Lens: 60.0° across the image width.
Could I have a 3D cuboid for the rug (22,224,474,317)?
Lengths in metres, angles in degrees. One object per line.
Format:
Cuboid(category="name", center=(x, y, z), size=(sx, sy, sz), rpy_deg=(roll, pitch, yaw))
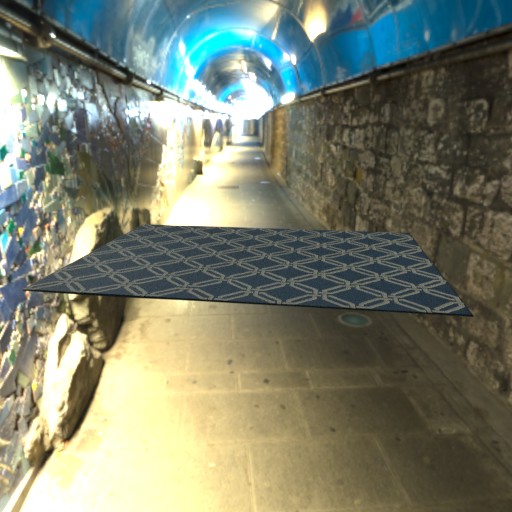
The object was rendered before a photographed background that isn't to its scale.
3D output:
Cuboid(category="rug", center=(0.000, 0.000, 4.382), size=(3.342, 0.018, 2.432), rpy_deg=(2, 17, 8))
